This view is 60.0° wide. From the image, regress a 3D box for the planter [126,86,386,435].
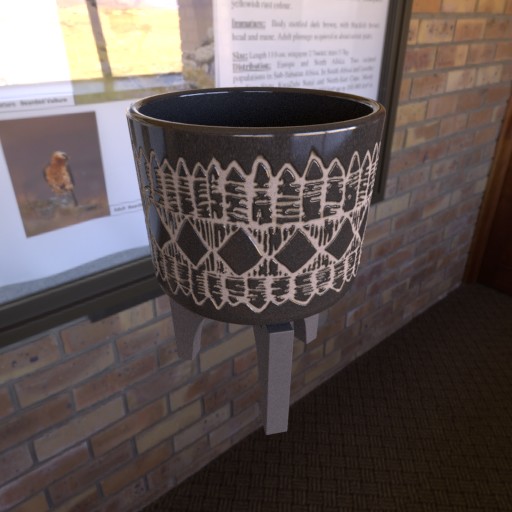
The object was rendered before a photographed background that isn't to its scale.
[{"bbox_3d":[0.000,0.000,0.268,0.129,0.177,0.129,0,28,0],"label":"planter"}]
